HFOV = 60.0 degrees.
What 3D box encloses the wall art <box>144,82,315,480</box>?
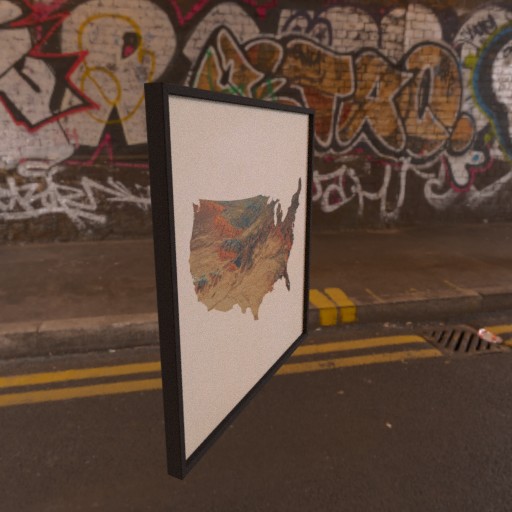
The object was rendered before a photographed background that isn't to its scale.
[{"bbox_3d":[0.000,0.000,1.145,0.038,0.762,0.762,7,16,25],"label":"wall art"}]
